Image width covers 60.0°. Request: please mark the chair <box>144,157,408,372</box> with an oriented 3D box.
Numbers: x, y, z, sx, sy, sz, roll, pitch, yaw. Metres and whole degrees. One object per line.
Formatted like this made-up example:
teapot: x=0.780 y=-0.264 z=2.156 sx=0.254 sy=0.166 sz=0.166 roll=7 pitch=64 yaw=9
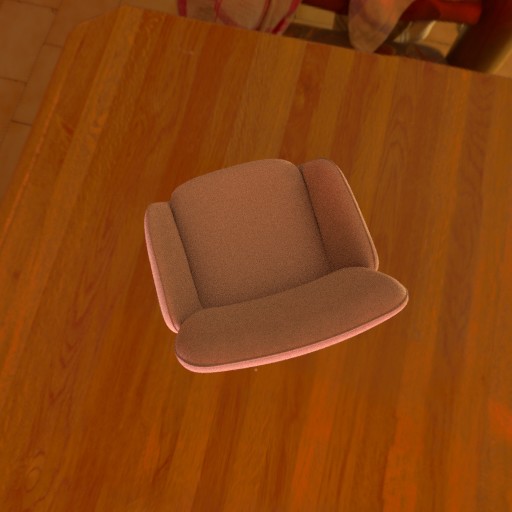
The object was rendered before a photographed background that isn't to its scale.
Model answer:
chair: x=0.000 y=0.000 z=1.378 sx=0.648 sy=0.959 sz=0.654 roll=-16 pitch=76 yaw=-4
